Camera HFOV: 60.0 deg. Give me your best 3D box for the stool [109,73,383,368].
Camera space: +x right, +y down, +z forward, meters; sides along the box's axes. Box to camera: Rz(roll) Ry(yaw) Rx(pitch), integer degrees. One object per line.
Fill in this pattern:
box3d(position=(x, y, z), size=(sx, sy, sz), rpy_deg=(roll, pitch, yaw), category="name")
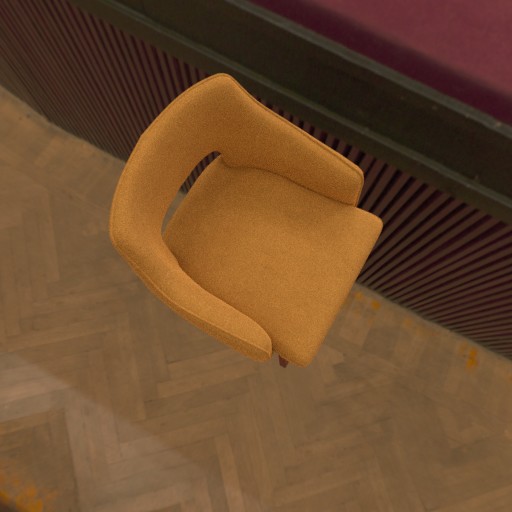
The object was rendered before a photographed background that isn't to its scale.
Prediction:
box3d(position=(0.000, 0.000, 1.355), size=(0.558, 1.012, 0.548), rpy_deg=(29, 78, 7), category="stool")
